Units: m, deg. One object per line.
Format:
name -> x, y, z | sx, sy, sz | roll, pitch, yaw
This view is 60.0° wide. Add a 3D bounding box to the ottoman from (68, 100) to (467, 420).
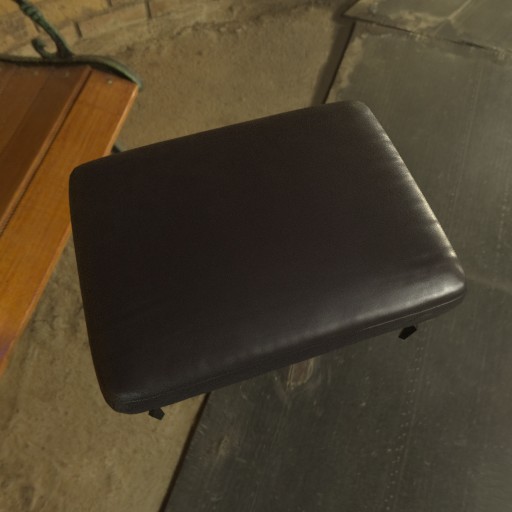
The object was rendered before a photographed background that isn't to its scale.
ottoman -> 0.000, 0.000, 1.071 | 0.764, 0.402, 0.570 | -16, 65, -8
